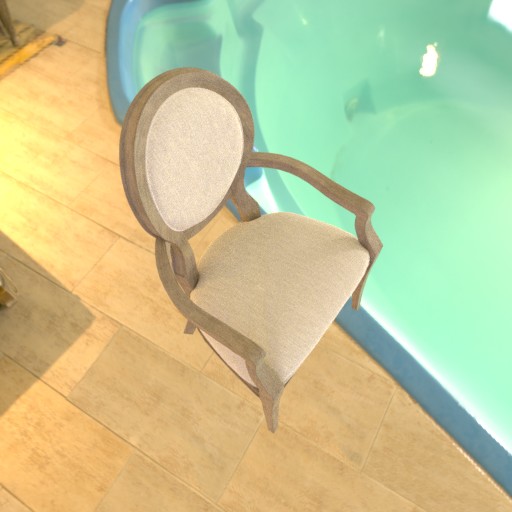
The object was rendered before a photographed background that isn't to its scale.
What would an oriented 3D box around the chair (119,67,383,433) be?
[{"bbox_3d":[0.000,0.000,1.343,0.602,0.991,0.611,32,64,18],"label":"chair"}]
